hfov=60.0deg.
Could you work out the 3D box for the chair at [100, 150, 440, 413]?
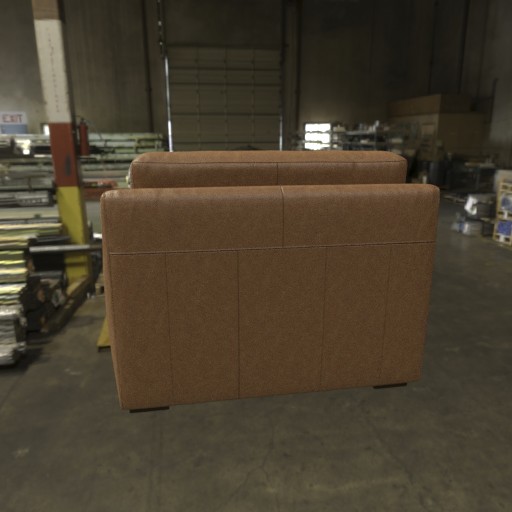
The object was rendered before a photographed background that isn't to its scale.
[{"bbox_3d":[0.000,0.000,2.072,1.276,0.978,1.050,-3,15,-9],"label":"chair"}]
